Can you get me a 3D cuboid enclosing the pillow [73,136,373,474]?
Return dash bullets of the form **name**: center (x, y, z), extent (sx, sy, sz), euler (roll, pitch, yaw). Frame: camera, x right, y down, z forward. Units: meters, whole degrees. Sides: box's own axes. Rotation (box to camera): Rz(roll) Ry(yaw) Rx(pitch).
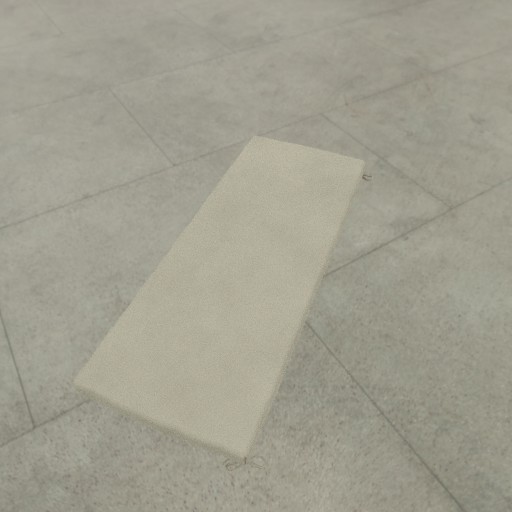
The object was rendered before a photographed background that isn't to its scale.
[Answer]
- **pillow**: center (0.000, 0.000, 1.361), extent (0.492, 0.081, 1.187), euler (17, 50, 15)
